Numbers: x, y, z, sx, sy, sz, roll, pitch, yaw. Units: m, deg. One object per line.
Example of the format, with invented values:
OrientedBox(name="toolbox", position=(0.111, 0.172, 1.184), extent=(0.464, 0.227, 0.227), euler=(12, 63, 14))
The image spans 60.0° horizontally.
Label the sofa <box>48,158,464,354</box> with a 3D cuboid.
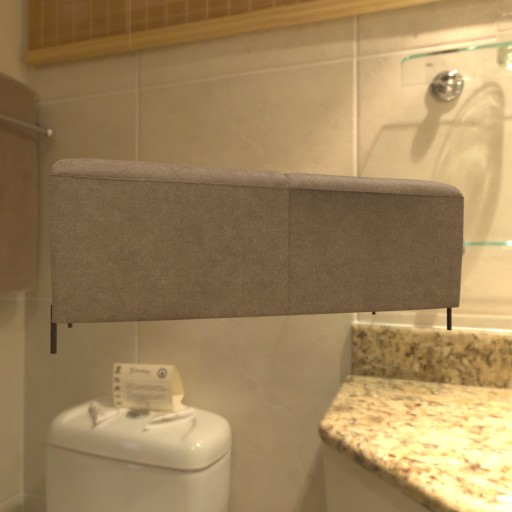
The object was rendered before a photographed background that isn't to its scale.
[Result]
OrientedBox(name="sofa", position=(0.000, 0.000, 2.278), extent=(1.878, 0.747, 0.905), euler=(0, -1, -18))
